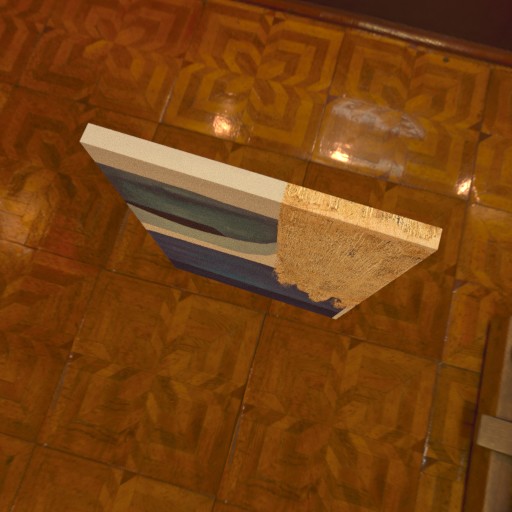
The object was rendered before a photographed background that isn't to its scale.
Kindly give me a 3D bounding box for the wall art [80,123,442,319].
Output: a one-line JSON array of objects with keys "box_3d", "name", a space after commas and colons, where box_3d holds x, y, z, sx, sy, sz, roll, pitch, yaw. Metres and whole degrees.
[{"box_3d": [0.000, 0.000, 1.160, 0.607, 0.911, 0.039, 17, 76, 4], "name": "wall art"}]
